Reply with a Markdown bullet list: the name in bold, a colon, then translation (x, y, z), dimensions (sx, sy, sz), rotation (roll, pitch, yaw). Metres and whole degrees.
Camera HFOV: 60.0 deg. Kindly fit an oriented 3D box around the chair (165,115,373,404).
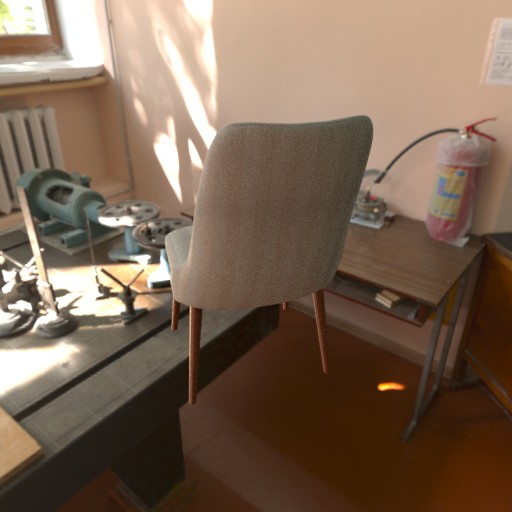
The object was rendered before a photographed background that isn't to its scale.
- **chair**: translation (0.000, 0.000, 1.338), dimensions (0.526, 0.917, 0.684), rotation (-8, 29, -15)
